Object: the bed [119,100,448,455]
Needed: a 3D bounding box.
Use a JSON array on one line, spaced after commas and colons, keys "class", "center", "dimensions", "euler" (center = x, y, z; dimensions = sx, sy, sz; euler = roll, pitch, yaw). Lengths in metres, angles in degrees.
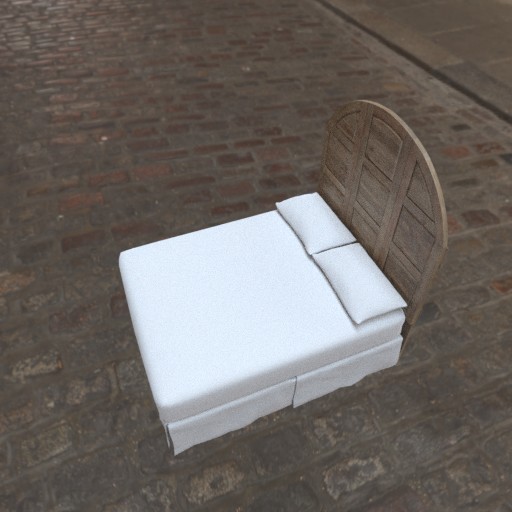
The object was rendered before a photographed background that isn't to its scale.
[{"class": "bed", "center": [0.000, 0.000, 3.479], "dimensions": [2.112, 2.002, 1.713], "euler": [-16, 48, -15]}]
